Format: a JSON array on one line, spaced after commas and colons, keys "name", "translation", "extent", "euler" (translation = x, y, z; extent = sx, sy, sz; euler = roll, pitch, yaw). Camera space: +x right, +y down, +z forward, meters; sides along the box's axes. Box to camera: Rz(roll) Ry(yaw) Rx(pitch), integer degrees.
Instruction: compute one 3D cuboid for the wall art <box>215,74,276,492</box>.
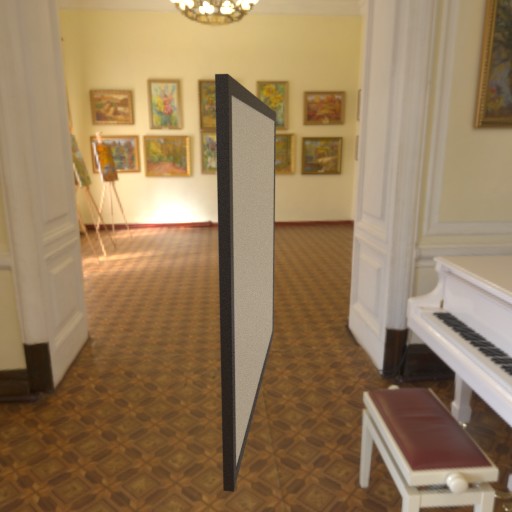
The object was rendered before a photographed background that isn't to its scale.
[{"name": "wall art", "translation": [0.000, 0.000, 1.210], "extent": [0.022, 0.807, 0.807], "euler": [2, 14, 8]}]
